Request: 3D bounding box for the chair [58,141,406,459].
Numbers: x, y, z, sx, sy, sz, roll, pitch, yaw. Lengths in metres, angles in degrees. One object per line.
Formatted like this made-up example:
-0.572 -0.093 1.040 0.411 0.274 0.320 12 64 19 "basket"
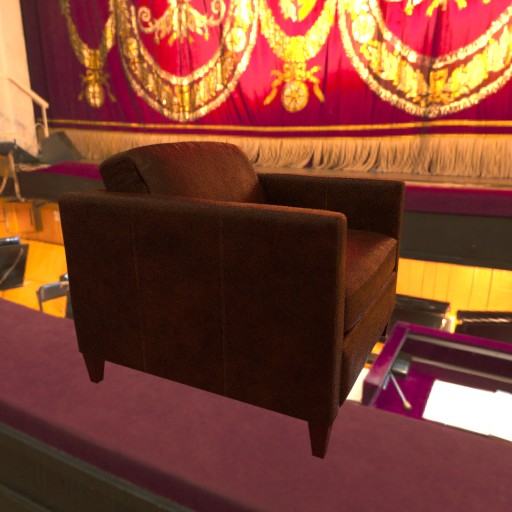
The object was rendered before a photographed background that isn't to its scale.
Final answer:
0.000 0.000 1.734 0.975 0.864 0.990 8 17 26 "chair"
